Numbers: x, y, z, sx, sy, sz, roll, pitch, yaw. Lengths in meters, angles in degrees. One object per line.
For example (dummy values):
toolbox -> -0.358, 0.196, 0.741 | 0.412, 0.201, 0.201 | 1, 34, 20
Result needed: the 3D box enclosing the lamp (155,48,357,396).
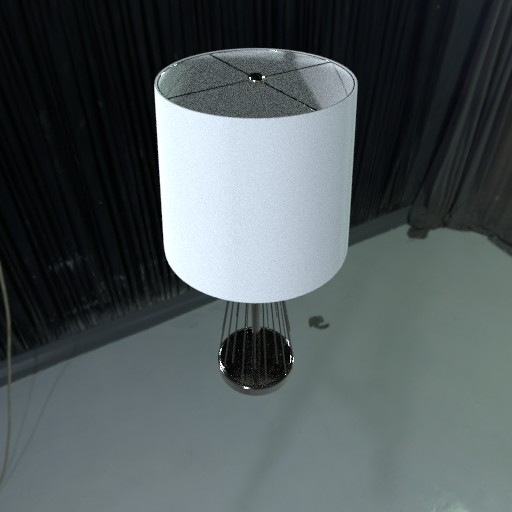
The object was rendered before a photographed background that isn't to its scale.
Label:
lamp -> 0.000, 0.000, 0.769 | 0.303, 0.618, 0.303 | 0, 40, 0
